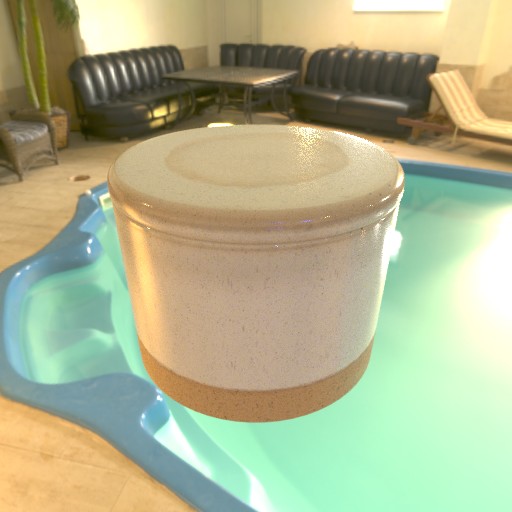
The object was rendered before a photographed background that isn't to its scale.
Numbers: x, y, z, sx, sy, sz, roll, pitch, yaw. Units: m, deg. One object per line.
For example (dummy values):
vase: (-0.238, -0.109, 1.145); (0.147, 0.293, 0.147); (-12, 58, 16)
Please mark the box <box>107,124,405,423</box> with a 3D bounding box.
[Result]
box: (0.000, 0.000, 0.266); (0.154, 0.123, 0.154); (0, 29, 0)
